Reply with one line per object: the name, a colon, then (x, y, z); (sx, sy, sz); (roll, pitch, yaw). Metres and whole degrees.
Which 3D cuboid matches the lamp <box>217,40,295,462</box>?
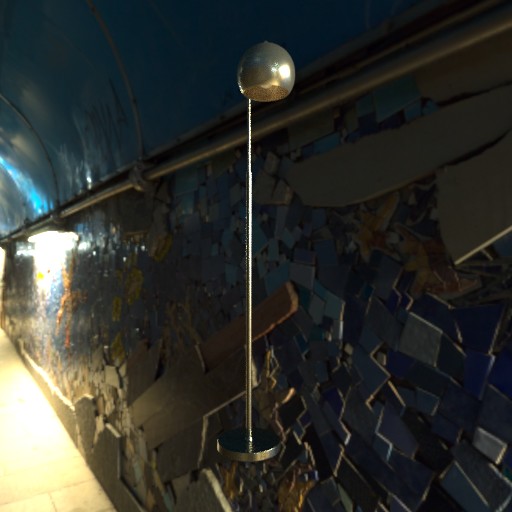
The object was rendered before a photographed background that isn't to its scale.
lamp: (0.000, 0.000, 1.678); (0.250, 1.526, 0.431); (0, 0, -18)
